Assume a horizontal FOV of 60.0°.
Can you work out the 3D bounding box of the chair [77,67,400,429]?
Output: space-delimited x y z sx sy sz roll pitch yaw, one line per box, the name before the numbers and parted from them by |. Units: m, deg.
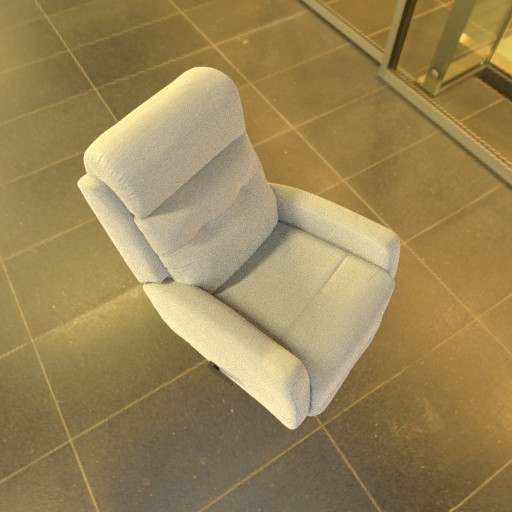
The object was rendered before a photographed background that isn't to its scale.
chair | 0.000 0.000 1.717 1.043 1.013 0.798 34 64 19
